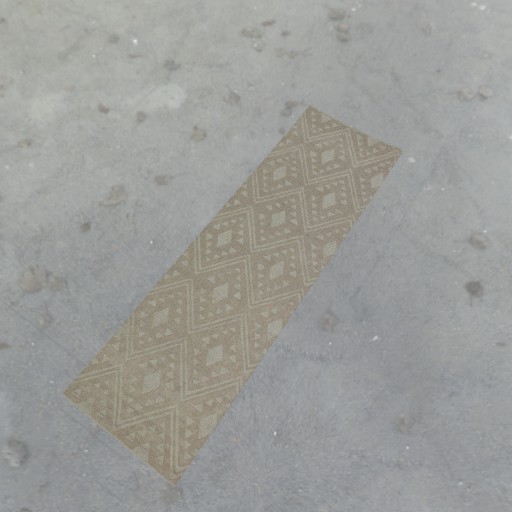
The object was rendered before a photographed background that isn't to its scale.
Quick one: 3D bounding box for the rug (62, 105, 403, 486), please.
[{"bbox_3d":[0.000,0.000,2.648,0.752,0.051,2.452,31,67,15],"label":"rug"}]
